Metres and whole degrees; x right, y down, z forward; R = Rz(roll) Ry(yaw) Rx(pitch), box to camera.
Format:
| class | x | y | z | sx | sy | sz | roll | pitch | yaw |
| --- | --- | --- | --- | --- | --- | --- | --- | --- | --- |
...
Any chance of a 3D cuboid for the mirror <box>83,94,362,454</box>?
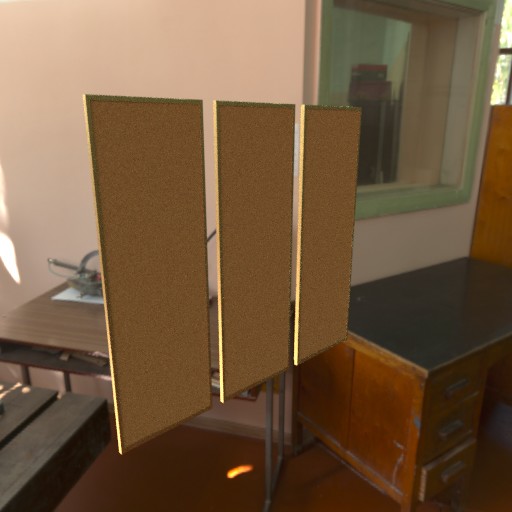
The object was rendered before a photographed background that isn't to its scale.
| class | x | y | z | sx | sy | sz | roll | pitch | yaw |
| --- | --- | --- | --- | --- | --- | --- | --- | --- | --- |
| mirror | 0.000 | 0.000 | 1.415 | 1.011 | 0.926 | 0.023 | -14 | 21 | -40 |
